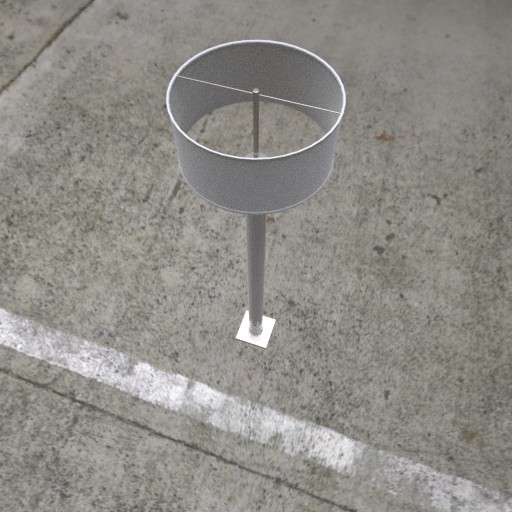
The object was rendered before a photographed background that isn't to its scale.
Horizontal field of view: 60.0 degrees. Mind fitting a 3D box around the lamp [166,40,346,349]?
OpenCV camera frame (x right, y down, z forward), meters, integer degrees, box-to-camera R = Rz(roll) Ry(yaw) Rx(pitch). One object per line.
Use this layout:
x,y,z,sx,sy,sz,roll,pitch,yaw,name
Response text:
0.000,0.000,1.657,0.420,1.475,0.420,16,60,10,lamp
